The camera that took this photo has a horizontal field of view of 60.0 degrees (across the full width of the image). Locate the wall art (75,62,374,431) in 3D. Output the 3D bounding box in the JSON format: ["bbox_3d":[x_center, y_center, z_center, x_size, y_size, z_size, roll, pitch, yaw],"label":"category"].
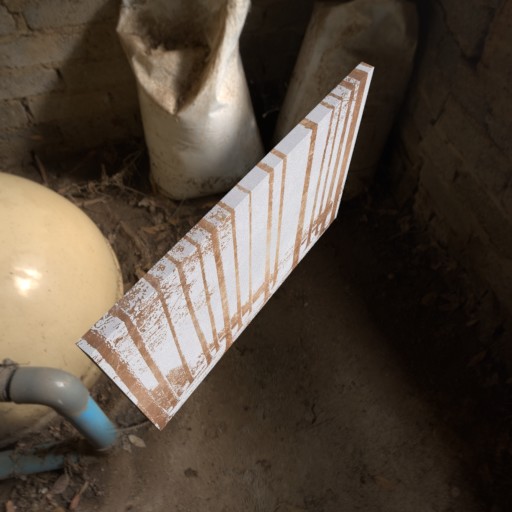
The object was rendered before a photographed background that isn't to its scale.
[{"bbox_3d":[0.000,0.000,1.153,0.035,0.609,0.914,33,63,19],"label":"wall art"}]
